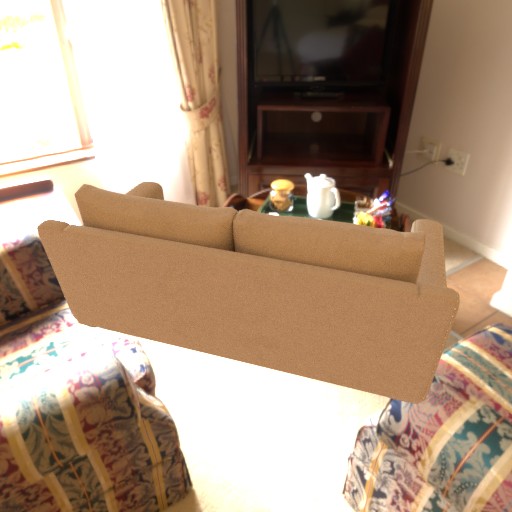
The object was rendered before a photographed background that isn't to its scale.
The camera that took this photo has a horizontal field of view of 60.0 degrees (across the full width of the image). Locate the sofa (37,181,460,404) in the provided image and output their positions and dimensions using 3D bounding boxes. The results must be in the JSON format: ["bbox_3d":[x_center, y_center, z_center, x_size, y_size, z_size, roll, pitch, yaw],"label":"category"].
[{"bbox_3d":[0.000,0.000,2.508,1.967,0.901,1.030,10,34,15],"label":"sofa"}]
